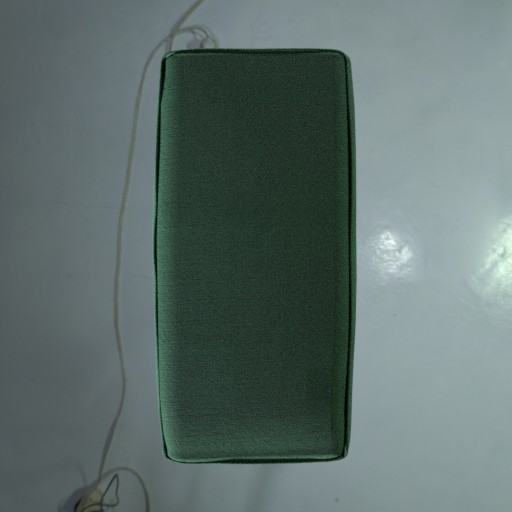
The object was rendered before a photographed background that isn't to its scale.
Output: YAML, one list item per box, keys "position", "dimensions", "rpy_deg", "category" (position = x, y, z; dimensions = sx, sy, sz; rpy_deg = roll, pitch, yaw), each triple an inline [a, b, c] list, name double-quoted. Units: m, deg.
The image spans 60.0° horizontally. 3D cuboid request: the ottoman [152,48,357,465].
- position: [0.000, 0.000, 1.219]
  dimensions: [0.483, 0.471, 0.957]
  rpy_deg: [0, 91, 0]
  category: "ottoman"
